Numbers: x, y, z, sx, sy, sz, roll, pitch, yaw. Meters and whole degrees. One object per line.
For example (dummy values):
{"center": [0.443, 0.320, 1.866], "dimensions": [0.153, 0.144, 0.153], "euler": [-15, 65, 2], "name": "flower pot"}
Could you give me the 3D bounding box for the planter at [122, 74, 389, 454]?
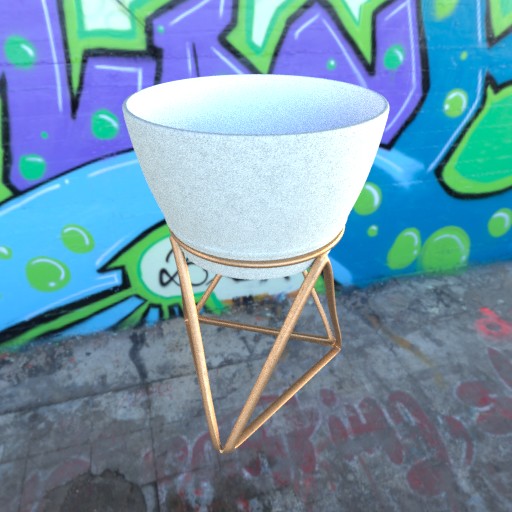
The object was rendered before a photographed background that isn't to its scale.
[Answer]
{"center": [0.000, 0.000, 0.731], "dimensions": [0.350, 0.504, 0.350], "euler": [-9, 33, -14], "name": "planter"}
